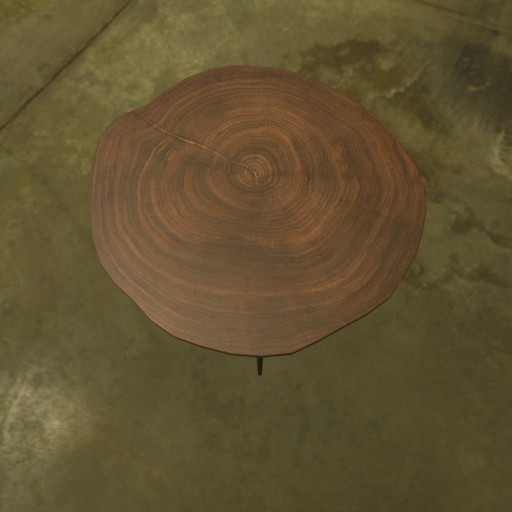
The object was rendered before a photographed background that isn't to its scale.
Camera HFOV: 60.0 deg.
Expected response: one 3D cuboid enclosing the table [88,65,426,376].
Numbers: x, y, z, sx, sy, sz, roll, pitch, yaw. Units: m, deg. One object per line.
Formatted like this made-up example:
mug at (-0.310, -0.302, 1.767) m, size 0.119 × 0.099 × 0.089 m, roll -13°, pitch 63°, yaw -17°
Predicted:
table at (0.000, 0.000, 0.856) m, size 0.477 × 0.476 × 0.494 m, roll -15°, pitch 65°, yaw -7°
